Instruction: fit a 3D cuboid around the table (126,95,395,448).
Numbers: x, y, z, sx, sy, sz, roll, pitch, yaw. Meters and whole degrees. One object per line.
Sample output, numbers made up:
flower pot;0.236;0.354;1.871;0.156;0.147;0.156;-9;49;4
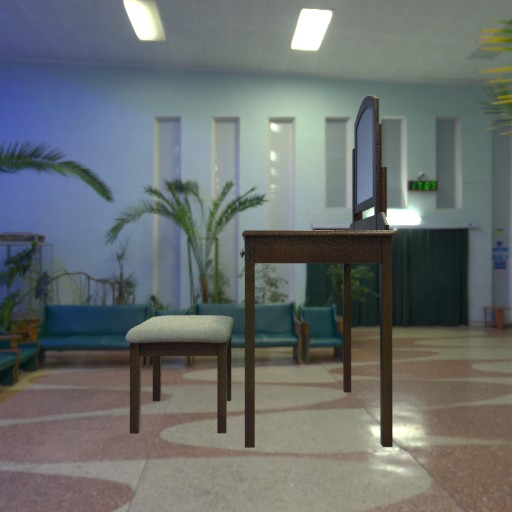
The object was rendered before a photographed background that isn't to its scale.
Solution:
table;0.000;0.000;2.293;1.211;1.631;0.876;0;-1;-1
